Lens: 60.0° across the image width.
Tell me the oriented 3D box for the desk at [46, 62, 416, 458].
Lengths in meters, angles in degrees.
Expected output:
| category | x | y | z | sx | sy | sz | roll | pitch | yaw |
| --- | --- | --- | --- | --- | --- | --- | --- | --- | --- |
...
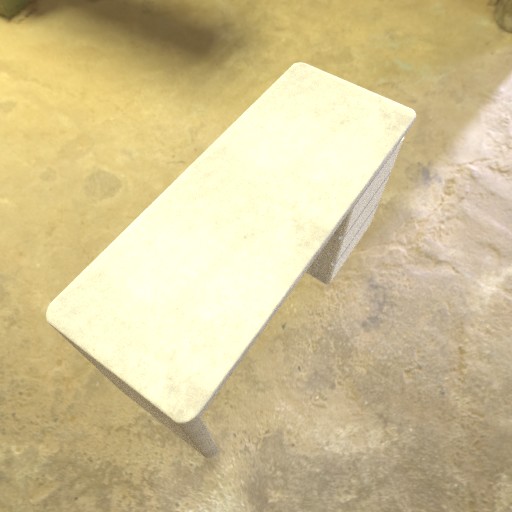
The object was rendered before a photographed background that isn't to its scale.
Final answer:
| category | x | y | z | sx | sy | sz | roll | pitch | yaw |
| --- | --- | --- | --- | --- | --- | --- | --- | --- | --- |
| desk | 0.000 | 0.000 | 1.807 | 0.550 | 0.755 | 1.400 | 31 | 64 | 17 |
